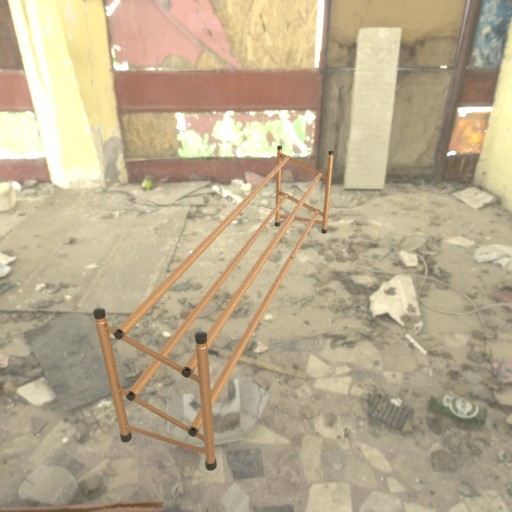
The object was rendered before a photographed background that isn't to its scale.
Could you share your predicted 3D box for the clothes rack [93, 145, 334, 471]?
[{"bbox_3d":[0.000,0.000,1.333,0.229,0.349,1.168,10,31,17],"label":"clothes rack"}]
